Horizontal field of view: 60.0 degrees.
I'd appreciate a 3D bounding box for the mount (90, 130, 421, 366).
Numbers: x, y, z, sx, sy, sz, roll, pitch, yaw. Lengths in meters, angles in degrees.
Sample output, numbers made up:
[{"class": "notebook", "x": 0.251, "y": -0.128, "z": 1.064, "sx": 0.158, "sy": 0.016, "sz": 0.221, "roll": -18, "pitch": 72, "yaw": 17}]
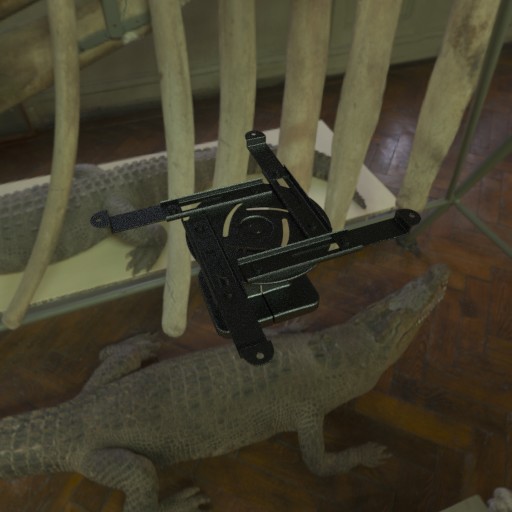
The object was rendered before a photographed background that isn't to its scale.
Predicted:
[{"class": "mount", "x": 0.000, "y": 0.000, "z": 0.614, "sx": 0.394, "sy": 0.141, "sz": 0.394, "roll": -16, "pitch": 48, "yaw": -15}]
